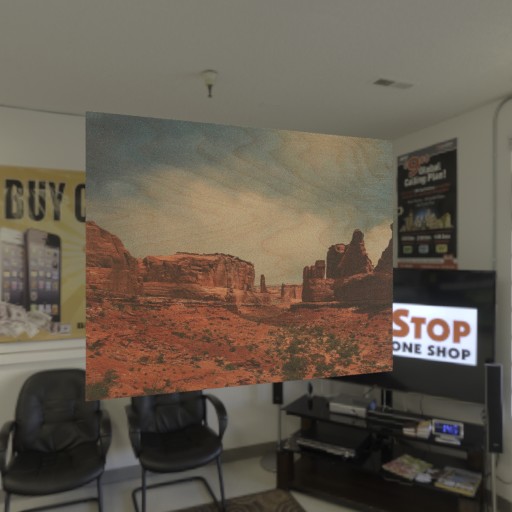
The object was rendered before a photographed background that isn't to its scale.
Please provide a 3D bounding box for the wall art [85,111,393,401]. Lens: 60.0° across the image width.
[{"bbox_3d":[0.000,0.000,0.708,0.508,0.406,0.013,0,0,-19],"label":"wall art"}]
